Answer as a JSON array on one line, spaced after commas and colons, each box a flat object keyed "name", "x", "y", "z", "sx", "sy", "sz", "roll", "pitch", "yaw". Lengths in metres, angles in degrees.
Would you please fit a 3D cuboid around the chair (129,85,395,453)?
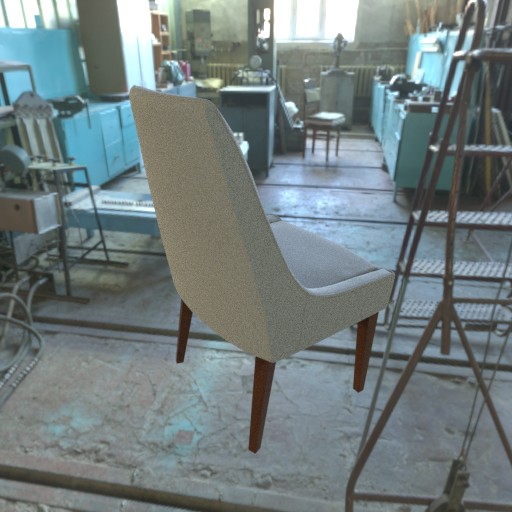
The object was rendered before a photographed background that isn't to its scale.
[{"name": "chair", "x": 0.000, "y": 0.000, "z": 1.188, "sx": 0.544, "sy": 0.861, "sz": 0.529, "roll": -17, "pitch": 31, "yaw": -31}]
